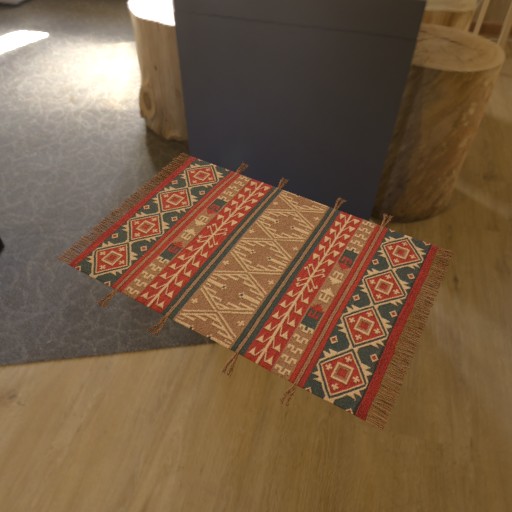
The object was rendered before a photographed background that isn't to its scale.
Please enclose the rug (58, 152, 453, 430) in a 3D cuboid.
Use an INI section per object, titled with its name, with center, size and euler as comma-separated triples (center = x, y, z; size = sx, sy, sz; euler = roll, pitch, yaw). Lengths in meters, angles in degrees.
[rug]
center = 0.000, 0.000, 2.623
size = 2.025, 0.040, 1.469
euler = 23, 52, 20
